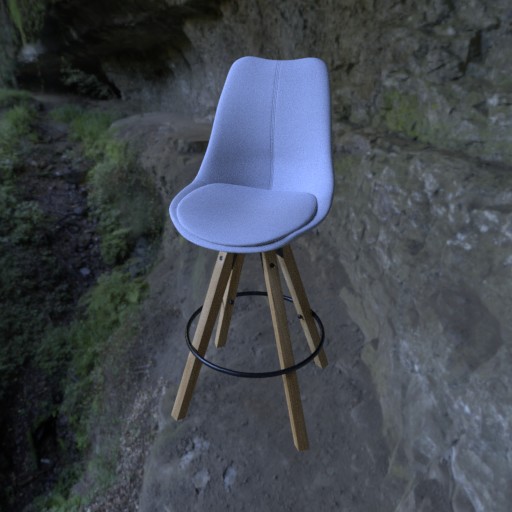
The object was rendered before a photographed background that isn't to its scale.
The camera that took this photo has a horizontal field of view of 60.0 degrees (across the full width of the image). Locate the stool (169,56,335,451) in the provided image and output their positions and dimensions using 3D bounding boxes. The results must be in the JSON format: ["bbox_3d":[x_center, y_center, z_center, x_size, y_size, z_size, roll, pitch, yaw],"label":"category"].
[{"bbox_3d":[0.000,0.000,1.398,0.484,1.115,0.550,8,29,15],"label":"stool"}]
